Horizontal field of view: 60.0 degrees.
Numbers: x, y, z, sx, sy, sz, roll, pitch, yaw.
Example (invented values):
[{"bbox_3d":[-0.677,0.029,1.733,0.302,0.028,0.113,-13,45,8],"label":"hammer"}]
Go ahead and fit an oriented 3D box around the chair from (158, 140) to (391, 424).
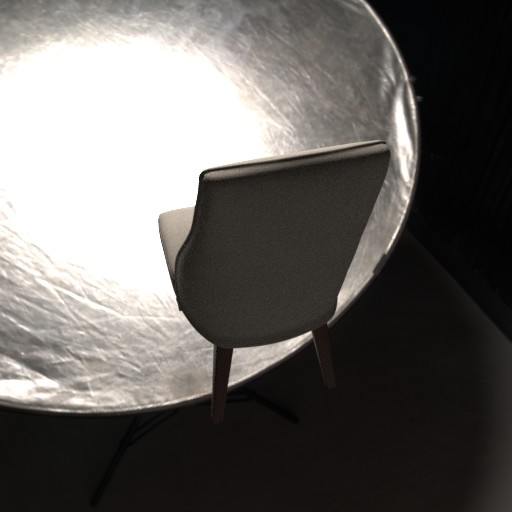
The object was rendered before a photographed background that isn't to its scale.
[{"bbox_3d":[0.000,0.000,1.296,0.500,0.930,0.620,-12,43,-14],"label":"chair"}]
